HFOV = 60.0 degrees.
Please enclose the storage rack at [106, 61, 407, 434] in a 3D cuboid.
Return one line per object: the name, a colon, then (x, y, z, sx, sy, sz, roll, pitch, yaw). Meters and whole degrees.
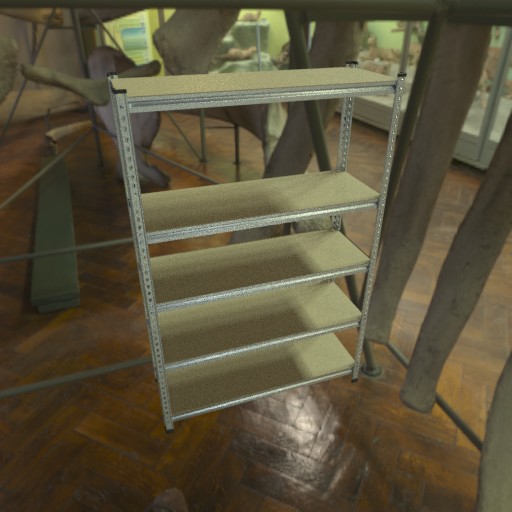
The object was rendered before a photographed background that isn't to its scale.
storage rack: (0.000, 0.000, 2.370, 1.219, 1.829, 0.457, -10, 32, -16)
